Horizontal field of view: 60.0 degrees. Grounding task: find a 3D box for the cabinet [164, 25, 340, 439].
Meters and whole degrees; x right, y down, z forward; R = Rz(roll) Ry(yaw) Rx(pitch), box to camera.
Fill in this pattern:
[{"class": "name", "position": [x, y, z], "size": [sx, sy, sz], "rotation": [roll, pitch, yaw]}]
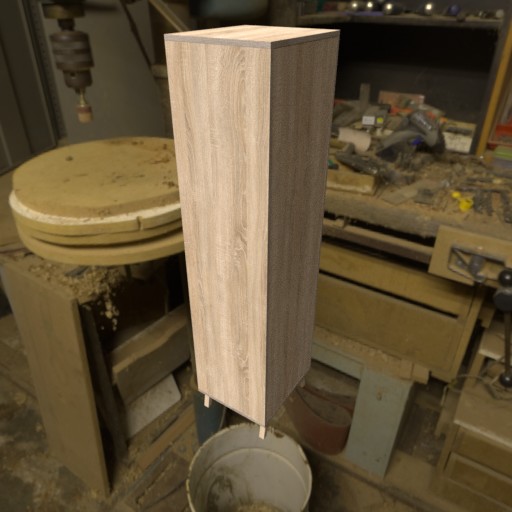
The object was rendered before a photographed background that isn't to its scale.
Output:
[{"class": "cabinet", "position": [0.000, 0.000, 2.167], "size": [0.450, 1.960, 0.510], "rotation": [19, 36, 28]}]
